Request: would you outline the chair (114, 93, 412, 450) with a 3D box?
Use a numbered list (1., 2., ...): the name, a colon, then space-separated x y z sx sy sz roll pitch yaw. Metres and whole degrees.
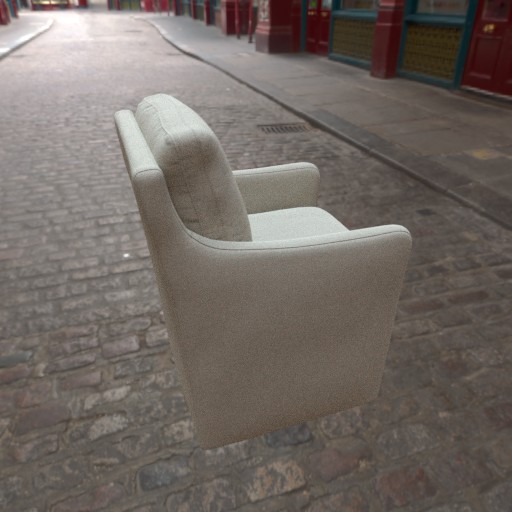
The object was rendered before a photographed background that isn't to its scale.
1. chair: 0.000 0.000 1.369 0.694 0.914 0.626 -10 31 -17
